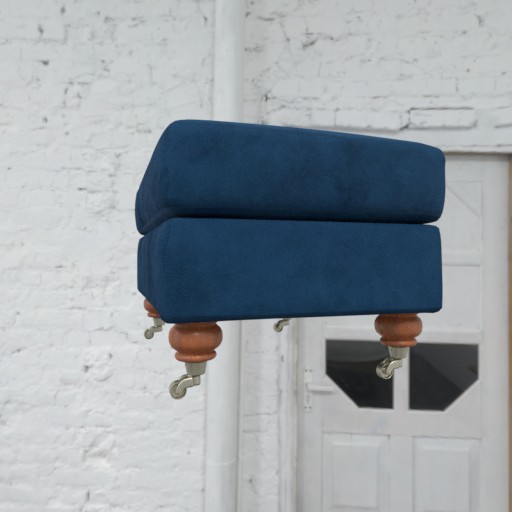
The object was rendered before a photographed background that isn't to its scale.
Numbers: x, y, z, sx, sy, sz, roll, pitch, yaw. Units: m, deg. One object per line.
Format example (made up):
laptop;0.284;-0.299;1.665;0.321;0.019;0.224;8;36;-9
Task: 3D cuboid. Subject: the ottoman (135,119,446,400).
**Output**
ottoman;0.000;0.000;1.135;0.572;0.503;0.773;0;0;-18
